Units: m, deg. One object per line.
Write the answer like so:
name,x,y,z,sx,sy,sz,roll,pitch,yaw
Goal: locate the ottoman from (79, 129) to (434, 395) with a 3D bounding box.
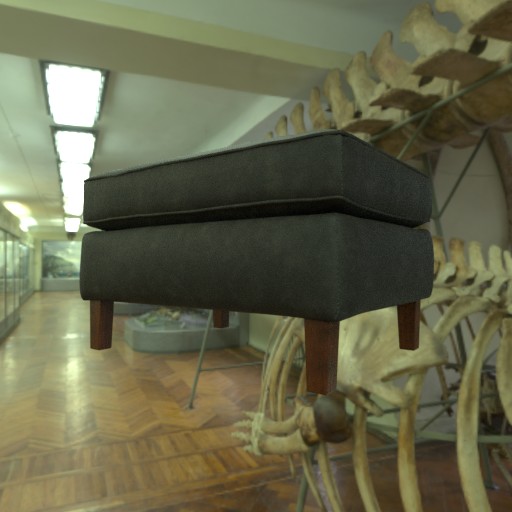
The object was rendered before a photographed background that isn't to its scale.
ottoman,0.000,0.000,0.986,0.665,0.413,0.501,-1,-1,37
